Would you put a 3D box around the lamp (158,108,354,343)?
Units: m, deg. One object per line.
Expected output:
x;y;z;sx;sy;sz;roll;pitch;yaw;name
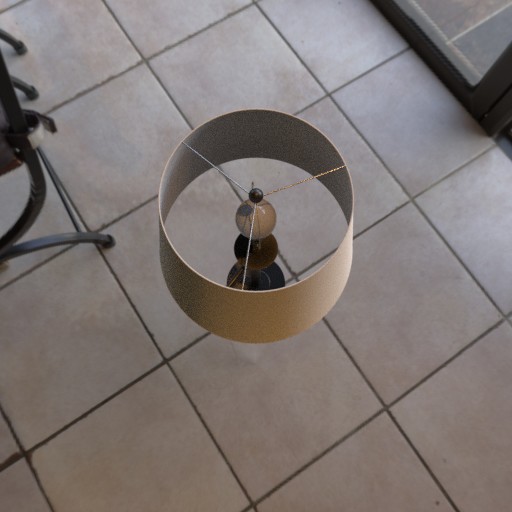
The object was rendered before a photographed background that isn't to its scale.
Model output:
0.000;0.000;0.917;0.363;0.696;0.363;0;76;0;lamp
